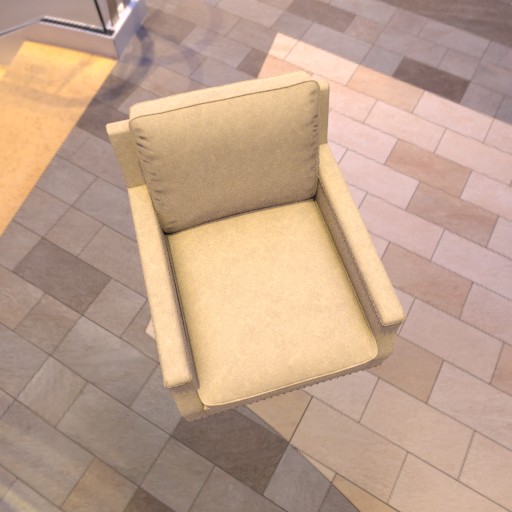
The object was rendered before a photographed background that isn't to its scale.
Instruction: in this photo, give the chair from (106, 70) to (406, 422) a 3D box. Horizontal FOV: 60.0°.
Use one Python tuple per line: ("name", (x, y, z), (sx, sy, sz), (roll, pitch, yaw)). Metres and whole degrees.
("chair", (0.000, 0.000, 1.727), (0.853, 0.943, 1.014), (-14, 64, -7))
